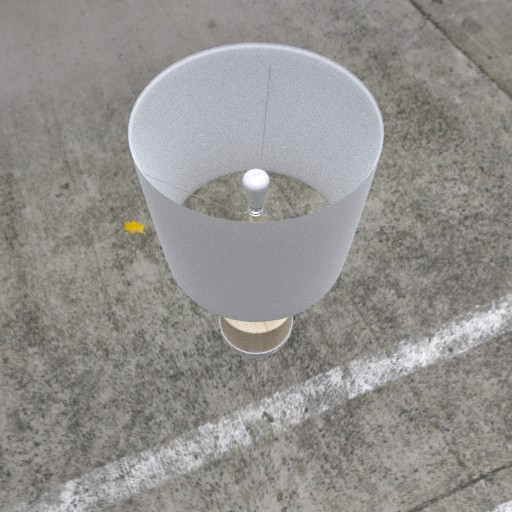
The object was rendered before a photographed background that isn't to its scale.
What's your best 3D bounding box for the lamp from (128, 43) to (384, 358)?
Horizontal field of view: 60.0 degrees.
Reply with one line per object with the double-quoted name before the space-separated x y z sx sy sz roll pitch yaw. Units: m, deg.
"lamp" 0.000 0.000 0.597 0.229 0.470 0.229 -19 61 -11
